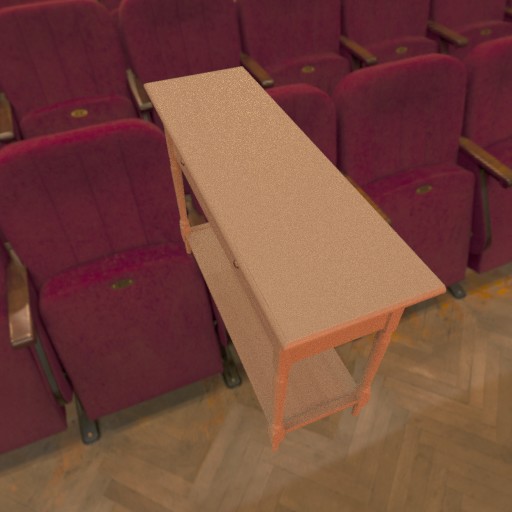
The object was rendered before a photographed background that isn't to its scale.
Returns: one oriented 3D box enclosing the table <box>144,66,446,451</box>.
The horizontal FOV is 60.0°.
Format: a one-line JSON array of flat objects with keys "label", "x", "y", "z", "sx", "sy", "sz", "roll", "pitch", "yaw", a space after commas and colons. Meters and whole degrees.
[{"label": "table", "x": 0.000, "y": 0.000, "z": 1.562, "sx": 0.384, "sy": 0.808, "sz": 1.197, "roll": -17, "pitch": 49, "yaw": -15}]
